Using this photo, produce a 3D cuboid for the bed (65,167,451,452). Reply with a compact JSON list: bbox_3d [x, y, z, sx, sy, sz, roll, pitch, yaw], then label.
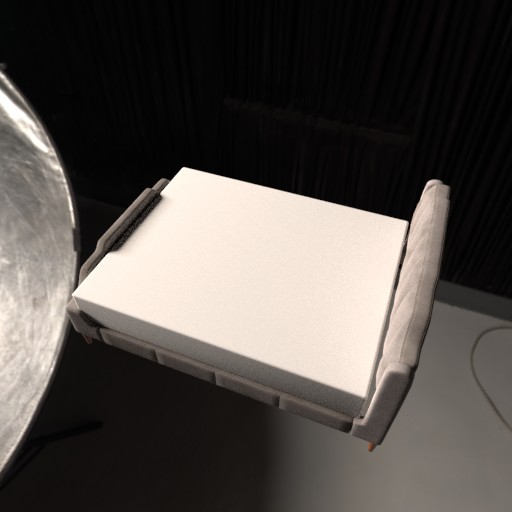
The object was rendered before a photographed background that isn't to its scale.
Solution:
[{"bbox_3d":[0.000,0.000,3.270,2.340,1.245,1.676,16,48,15],"label":"bed"}]
